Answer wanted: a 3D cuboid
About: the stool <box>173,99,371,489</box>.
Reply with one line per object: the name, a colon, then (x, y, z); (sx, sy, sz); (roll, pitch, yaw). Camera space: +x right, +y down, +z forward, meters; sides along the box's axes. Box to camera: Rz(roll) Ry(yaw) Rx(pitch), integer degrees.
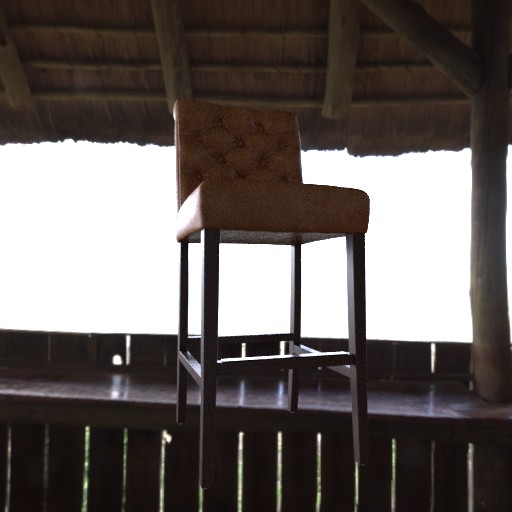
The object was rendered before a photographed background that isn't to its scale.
stool: (0.000, 0.000, 1.414); (0.493, 1.140, 0.601); (1, -2, -18)
